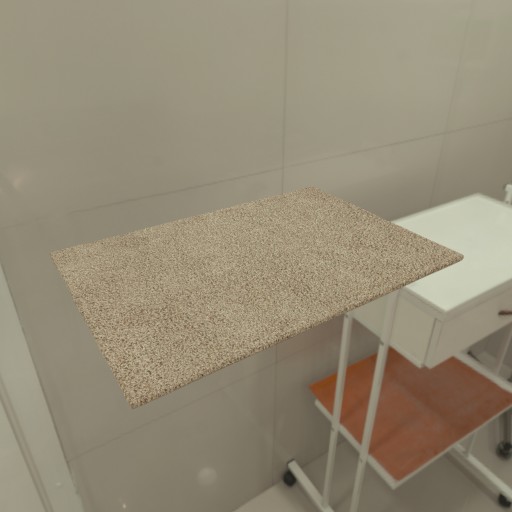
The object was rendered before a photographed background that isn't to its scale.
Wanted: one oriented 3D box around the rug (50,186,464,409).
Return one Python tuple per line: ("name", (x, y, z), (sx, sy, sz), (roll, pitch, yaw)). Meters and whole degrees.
("rug", (0.000, 0.000, 2.298), (1.778, 0.030, 1.219), (-18, 34, -29))
